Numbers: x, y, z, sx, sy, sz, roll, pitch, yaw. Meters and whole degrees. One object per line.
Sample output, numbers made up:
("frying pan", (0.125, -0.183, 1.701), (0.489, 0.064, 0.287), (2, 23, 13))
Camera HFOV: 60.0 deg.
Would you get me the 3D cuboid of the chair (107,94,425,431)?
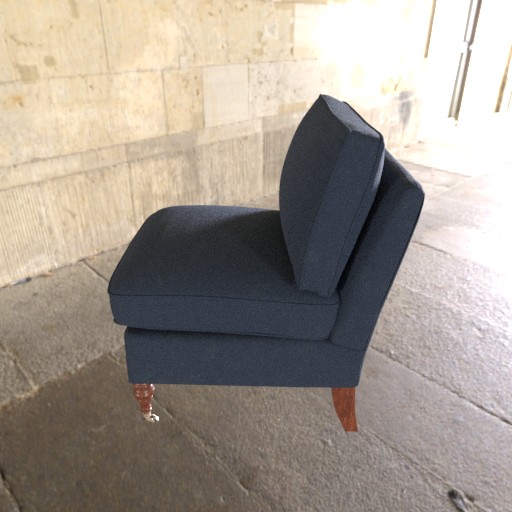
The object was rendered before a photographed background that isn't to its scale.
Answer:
("chair", (0.000, 0.000, 1.632), (0.912, 1.052, 0.724), (1, 27, 1))
